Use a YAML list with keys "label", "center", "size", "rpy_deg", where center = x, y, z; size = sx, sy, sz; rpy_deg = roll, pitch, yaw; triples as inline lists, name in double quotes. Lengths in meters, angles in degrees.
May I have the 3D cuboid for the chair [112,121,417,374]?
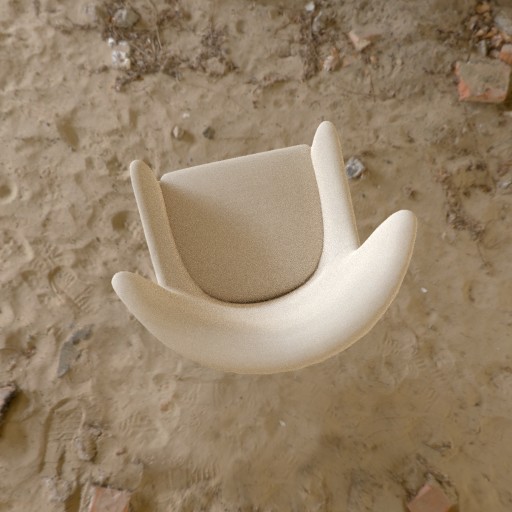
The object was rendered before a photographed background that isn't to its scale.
- label: "chair"
  center: [0.000, 0.000, 1.461]
  size: [0.696, 0.990, 0.744]
  rpy_deg: [-12, 76, -3]
